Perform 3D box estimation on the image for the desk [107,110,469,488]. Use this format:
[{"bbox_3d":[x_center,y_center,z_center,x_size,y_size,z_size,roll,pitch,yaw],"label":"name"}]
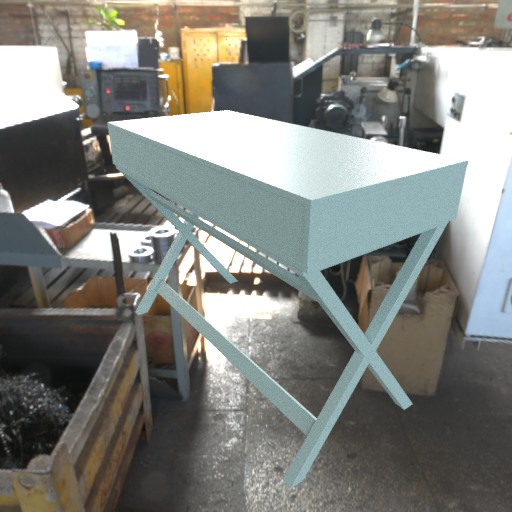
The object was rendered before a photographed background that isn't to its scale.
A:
[{"bbox_3d":[0.000,0.000,1.482,0.525,0.780,1.057,-18,31,-32],"label":"desk"}]
